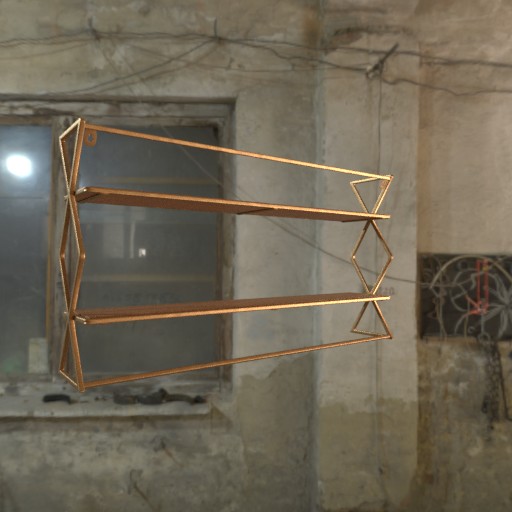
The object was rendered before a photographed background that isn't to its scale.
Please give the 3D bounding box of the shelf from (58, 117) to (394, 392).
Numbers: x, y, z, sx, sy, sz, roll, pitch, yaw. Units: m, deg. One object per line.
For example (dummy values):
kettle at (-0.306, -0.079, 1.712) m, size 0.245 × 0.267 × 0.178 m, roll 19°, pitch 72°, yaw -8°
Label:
shelf at (0.000, 0.000, 1.025) m, size 0.822 × 0.450 × 0.150 m, roll 0°, pitch -1°, yaw -36°
